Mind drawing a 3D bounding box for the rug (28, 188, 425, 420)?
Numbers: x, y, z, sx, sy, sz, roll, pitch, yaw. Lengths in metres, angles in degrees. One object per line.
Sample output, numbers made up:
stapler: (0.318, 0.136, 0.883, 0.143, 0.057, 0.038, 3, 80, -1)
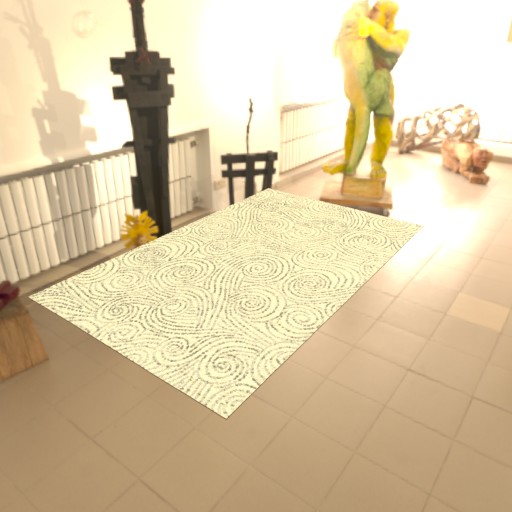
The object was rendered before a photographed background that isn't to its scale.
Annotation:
rug: (0.000, 0.000, 3.059, 1.524, 0.005, 2.439, 19, 33, 32)
